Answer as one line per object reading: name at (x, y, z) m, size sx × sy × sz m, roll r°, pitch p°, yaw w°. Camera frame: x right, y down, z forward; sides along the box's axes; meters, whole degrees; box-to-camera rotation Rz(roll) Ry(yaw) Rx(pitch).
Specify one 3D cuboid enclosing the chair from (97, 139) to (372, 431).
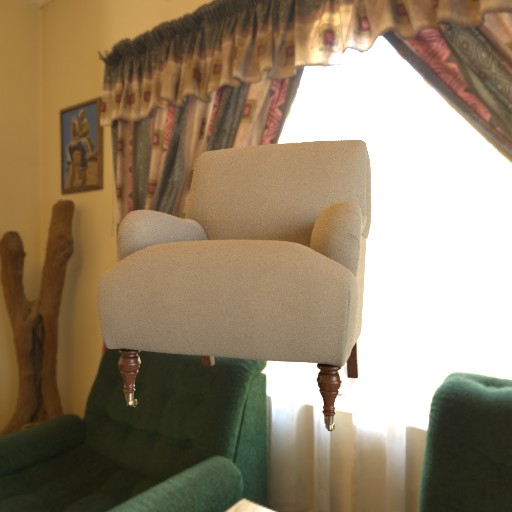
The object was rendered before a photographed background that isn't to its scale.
chair at (0.000, 0.000, 1.560) m, size 0.766 × 0.942 × 0.842 m, roll 0°, pitch 0°, yaw 18°
